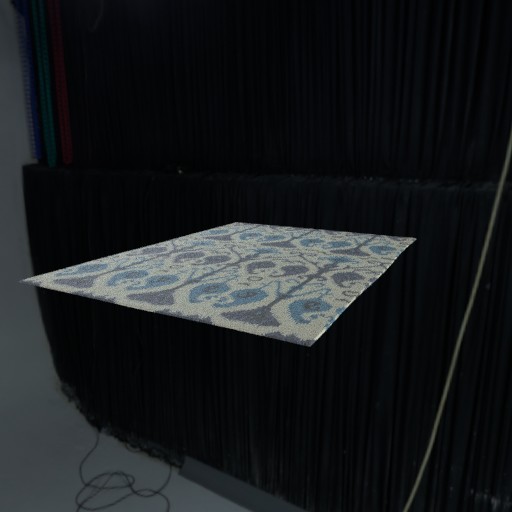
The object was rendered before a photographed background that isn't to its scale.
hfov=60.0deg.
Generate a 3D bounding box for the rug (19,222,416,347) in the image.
[{"bbox_3d":[0.000,0.000,2.946,1.676,0.013,2.261,7,15,28],"label":"rug"}]
